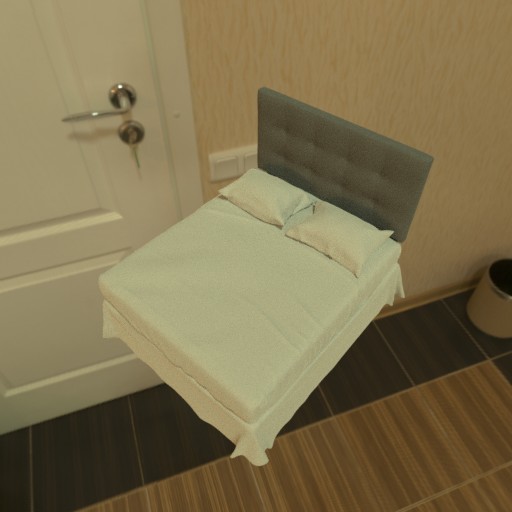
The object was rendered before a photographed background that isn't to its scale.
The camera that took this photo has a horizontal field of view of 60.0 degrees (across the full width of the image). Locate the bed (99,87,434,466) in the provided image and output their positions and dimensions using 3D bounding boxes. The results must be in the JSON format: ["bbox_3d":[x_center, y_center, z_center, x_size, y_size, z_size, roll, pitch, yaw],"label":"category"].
[{"bbox_3d":[0.000,0.000,3.576,1.936,1.577,2.222,33,55,26],"label":"bed"}]
